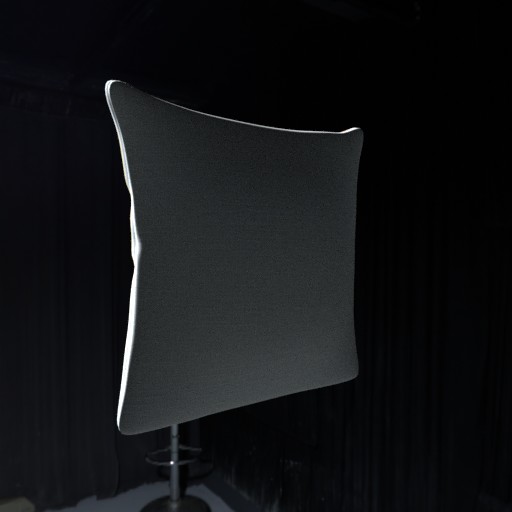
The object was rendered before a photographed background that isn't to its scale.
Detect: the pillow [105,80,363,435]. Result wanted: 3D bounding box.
[{"bbox_3d":[0.000,0.000,0.679,0.451,0.449,0.191,-1,2,-35],"label":"pillow"}]
